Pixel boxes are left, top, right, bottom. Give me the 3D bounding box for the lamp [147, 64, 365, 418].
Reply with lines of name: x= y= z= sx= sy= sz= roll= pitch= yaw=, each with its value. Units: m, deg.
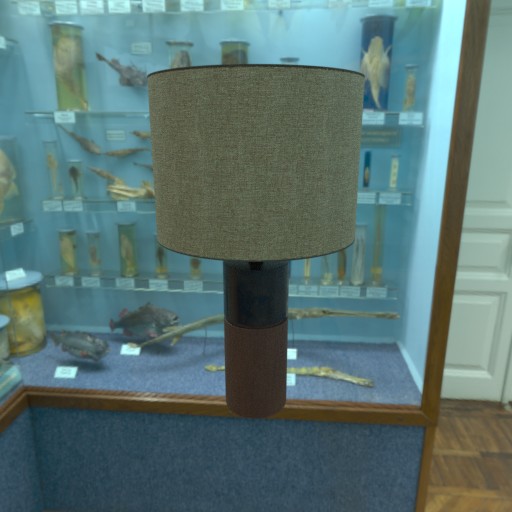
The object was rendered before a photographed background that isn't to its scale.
lamp: x=0.000 y=0.000 z=0.469 sx=0.202 sy=0.350 sz=0.202 roll=0 pitch=16 yaw=0
